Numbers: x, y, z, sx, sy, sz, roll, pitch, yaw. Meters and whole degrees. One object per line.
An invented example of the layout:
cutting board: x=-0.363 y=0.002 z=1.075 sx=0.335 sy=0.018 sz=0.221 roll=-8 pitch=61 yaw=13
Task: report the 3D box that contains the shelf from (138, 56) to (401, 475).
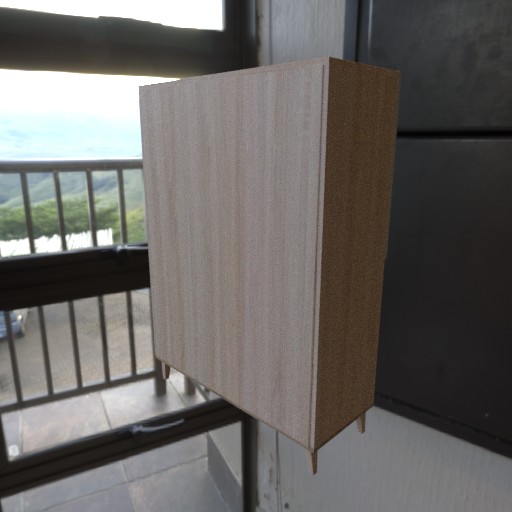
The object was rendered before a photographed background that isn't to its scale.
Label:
shelf: x=0.000 y=0.000 z=1.884 sx=0.995 sy=1.405 sz=0.434 roll=14 pitch=21 yaw=43
